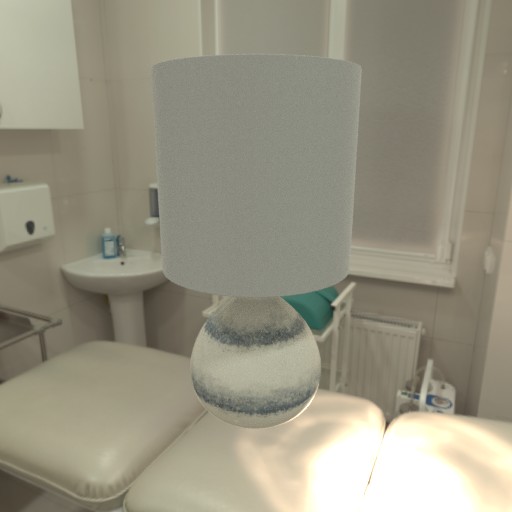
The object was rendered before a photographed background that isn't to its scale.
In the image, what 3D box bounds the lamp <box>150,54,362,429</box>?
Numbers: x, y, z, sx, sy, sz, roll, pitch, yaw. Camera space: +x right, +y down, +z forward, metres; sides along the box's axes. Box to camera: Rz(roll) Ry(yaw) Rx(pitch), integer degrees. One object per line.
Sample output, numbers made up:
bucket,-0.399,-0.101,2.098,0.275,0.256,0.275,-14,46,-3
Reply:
lamp,0.000,0.000,0.520,0.216,0.404,0.216,8,17,25
